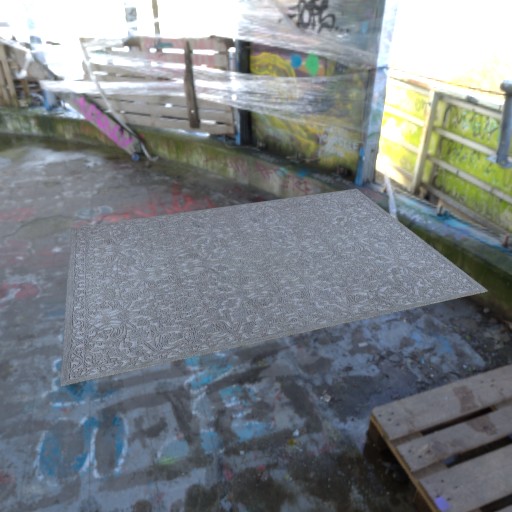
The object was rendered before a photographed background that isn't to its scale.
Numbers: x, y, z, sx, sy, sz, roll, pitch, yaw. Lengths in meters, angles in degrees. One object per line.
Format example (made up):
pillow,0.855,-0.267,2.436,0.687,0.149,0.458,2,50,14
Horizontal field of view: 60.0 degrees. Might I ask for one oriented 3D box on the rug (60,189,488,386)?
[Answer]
rug,0.000,0.000,2.278,1.827,0.006,1.221,-10,33,-15
